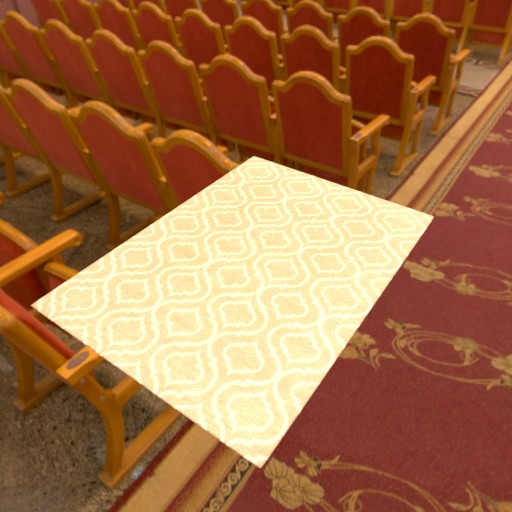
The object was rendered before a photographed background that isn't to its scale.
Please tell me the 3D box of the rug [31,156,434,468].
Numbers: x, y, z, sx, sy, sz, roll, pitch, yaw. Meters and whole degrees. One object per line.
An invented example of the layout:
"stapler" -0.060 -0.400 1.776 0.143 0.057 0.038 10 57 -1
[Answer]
"rug" 0.000 0.000 4.361 2.438 0.010 3.353 25 46 26
